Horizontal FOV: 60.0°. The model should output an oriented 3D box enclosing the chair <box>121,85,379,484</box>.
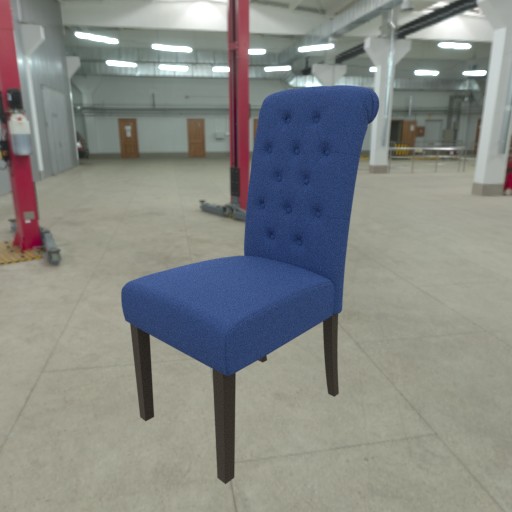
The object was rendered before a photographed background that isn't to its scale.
[{"bbox_3d":[0.000,0.000,1.354,0.456,1.006,0.671,15,21,42],"label":"chair"}]
